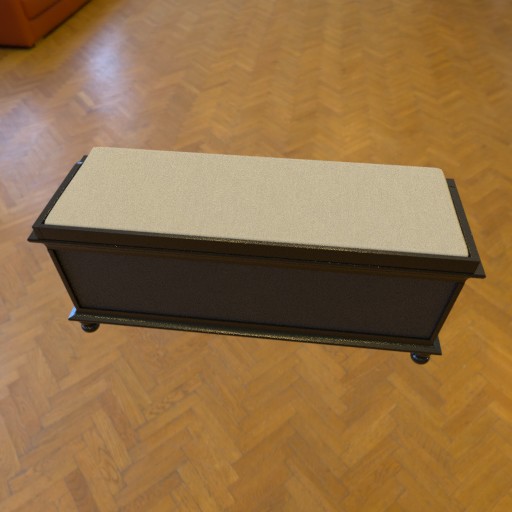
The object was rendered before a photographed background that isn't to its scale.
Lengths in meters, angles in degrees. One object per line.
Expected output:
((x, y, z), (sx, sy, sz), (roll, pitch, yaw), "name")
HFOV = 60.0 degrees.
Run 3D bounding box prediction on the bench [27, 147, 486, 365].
((0.000, 0.000, 1.418), (1.185, 0.501, 0.402), (5, 46, 4), "bench")
